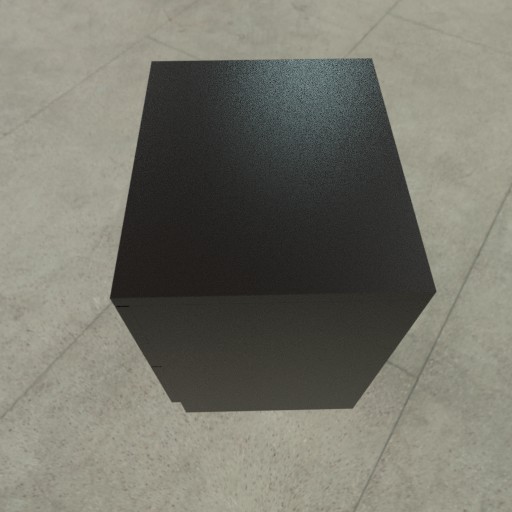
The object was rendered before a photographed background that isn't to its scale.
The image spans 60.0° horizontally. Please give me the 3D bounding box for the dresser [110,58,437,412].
[{"bbox_3d":[0.000,0.000,0.756,0.360,0.470,0.400,-1,57,-1],"label":"dresser"}]
